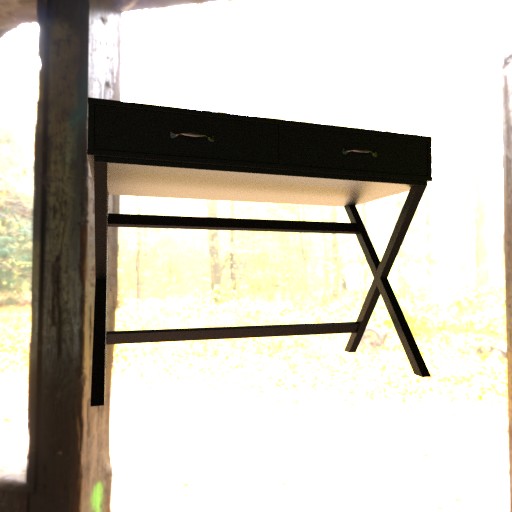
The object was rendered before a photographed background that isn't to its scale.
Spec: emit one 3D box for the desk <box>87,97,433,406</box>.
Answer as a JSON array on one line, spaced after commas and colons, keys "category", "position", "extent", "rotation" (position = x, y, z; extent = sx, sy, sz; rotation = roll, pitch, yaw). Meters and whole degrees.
[{"category": "desk", "position": [0.000, 0.000, 1.507], "extent": [1.057, 0.780, 0.525], "rotation": [1, -2, -18]}]
